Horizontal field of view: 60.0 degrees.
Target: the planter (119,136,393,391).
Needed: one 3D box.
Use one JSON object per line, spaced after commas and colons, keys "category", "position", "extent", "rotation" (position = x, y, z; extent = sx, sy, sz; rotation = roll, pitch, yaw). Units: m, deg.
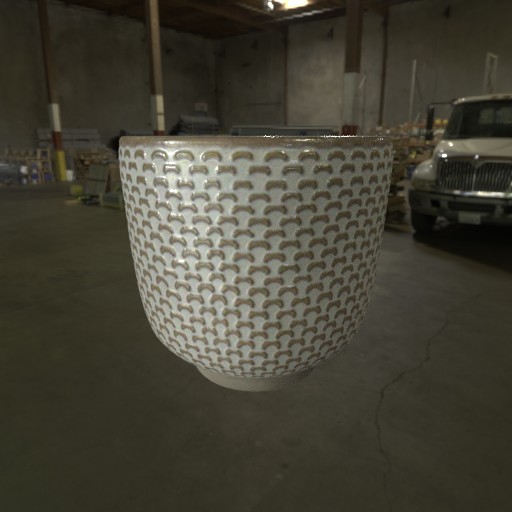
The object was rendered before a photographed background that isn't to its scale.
{"category": "planter", "position": [0.000, 0.000, 0.248], "extent": [0.139, 0.130, 0.139], "rotation": [0, 15, 0]}
